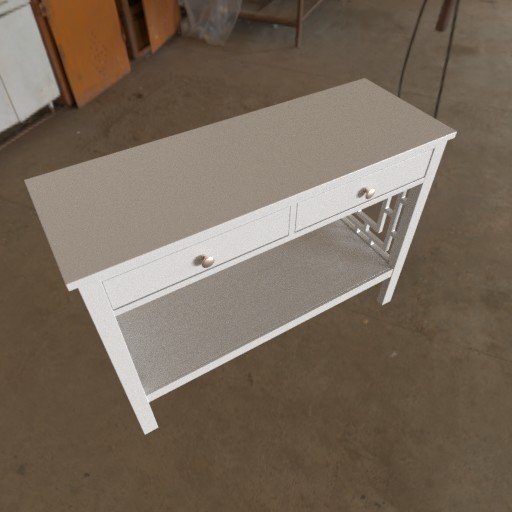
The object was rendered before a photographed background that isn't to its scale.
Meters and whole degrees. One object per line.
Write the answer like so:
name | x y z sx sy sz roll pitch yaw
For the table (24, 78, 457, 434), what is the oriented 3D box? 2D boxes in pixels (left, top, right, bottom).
table | 0.000 0.000 1.414 1.068 0.753 0.397 -24 51 -21
